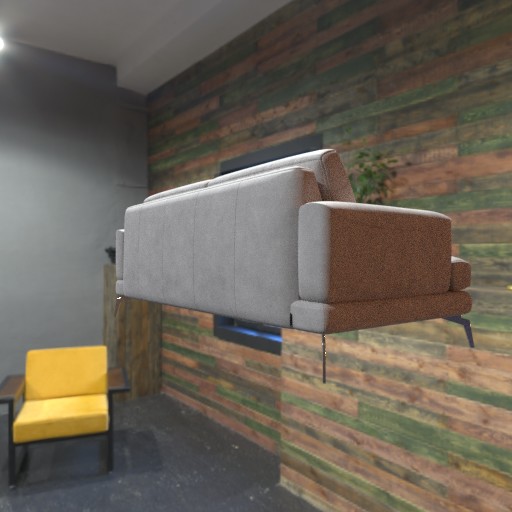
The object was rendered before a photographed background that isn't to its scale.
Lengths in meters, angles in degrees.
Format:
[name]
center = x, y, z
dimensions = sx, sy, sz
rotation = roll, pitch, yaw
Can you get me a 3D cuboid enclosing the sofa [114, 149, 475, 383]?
[sofa]
center = 0.000, 0.000, 2.501
dimensions = 0.980, 0.830, 2.013
rotation = 0, 0, -37
